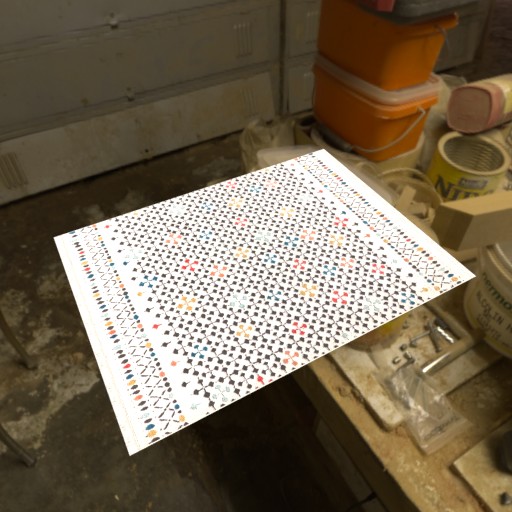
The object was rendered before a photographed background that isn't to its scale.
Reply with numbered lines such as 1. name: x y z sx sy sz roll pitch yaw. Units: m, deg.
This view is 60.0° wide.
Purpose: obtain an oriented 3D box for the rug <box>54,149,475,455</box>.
1. rug: 0.000 0.000 4.143 3.196 0.007 2.354 -22 50 -20
